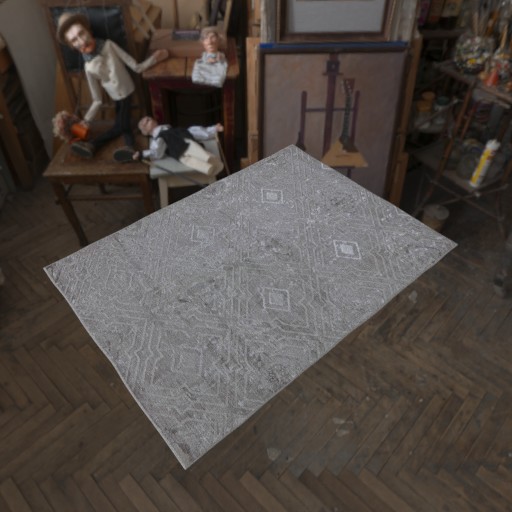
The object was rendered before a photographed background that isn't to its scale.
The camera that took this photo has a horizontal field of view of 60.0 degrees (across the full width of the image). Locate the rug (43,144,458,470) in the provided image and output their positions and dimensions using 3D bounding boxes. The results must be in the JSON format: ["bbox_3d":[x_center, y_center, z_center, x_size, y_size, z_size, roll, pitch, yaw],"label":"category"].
[{"bbox_3d":[0.000,0.000,4.414,3.359,0.020,2.448,-32,54,-27],"label":"rug"}]
